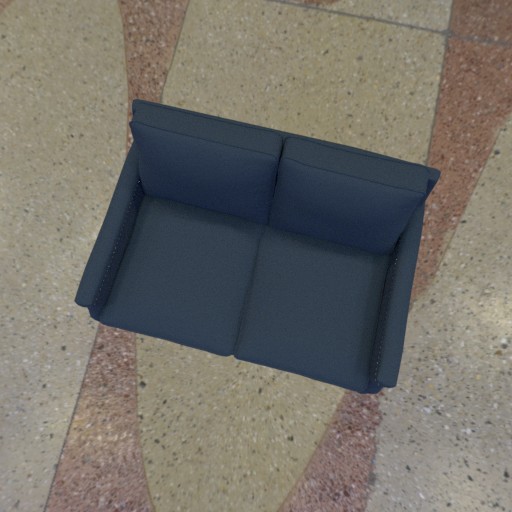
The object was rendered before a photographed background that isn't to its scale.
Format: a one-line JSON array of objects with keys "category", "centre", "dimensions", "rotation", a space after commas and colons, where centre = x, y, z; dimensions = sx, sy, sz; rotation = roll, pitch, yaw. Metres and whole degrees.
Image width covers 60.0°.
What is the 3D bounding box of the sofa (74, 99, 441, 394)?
[{"category": "sofa", "centre": [0.000, 0.000, 2.317], "dimensions": [1.597, 1.003, 1.084], "rotation": [14, 77, 3]}]
